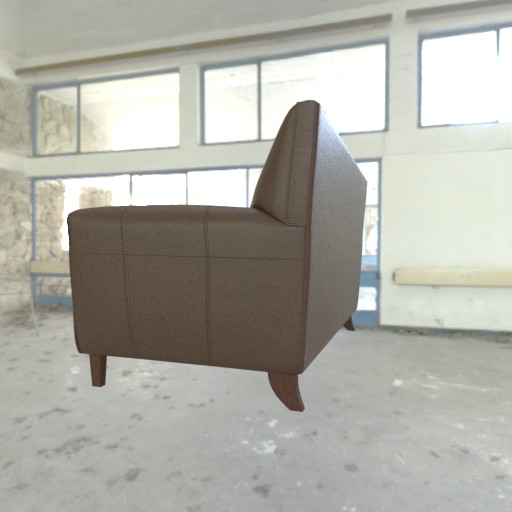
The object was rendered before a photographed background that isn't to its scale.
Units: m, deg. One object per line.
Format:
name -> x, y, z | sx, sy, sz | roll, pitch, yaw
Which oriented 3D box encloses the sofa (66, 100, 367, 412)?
sofa -> 0.000, 0.000, 1.996 | 0.853, 0.859, 1.468 | 0, 1, 19
